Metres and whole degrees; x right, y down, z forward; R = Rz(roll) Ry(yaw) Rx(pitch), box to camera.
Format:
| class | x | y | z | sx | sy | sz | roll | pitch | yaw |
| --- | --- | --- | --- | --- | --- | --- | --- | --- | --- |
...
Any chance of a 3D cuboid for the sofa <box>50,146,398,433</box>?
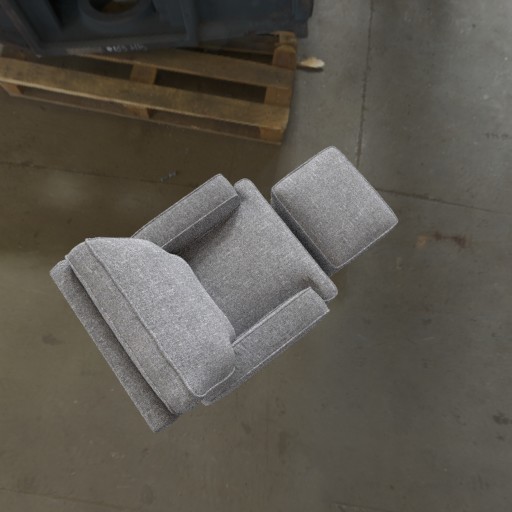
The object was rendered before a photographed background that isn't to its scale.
| class | x | y | z | sx | sy | sz | roll | pitch | yaw |
| --- | --- | --- | --- | --- | --- | --- | --- | --- | --- |
| sofa | 0.000 | 0.000 | 2.103 | 1.472 | 0.959 | 0.861 | -36 | 79 | -8 |
